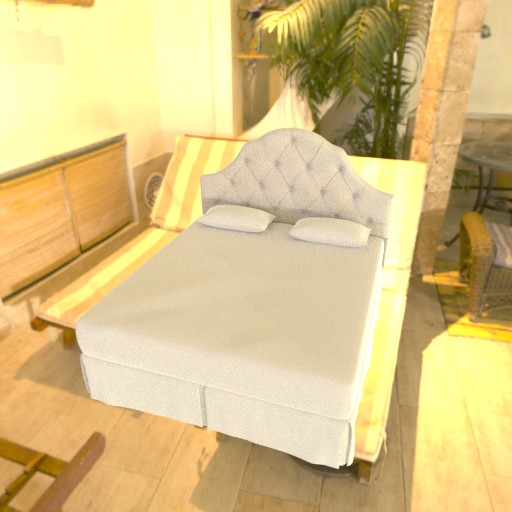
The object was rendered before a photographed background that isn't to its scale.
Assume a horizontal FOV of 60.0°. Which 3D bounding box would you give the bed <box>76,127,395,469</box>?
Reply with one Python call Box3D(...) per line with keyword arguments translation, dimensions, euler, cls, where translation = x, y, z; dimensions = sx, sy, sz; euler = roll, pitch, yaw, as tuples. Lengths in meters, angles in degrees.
Box3D(translation=(0.000, 0.000, 3.560), dimensions=(2.008, 1.615, 2.214), euler=(9, 28, 17), cls="bed")
